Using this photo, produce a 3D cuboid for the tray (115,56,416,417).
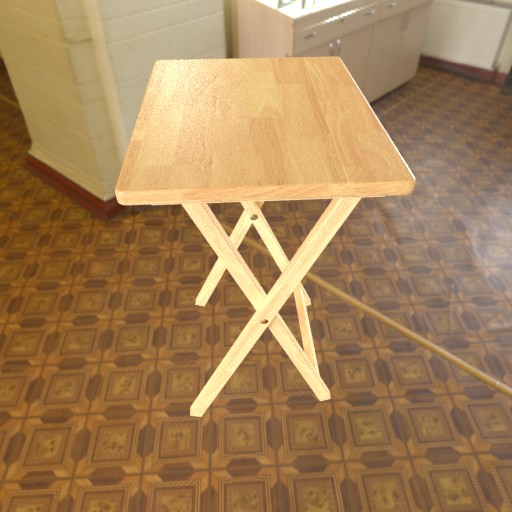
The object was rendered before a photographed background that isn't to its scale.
[{"bbox_3d":[0.000,0.000,0.949,0.381,0.660,0.483,-2,42,-3],"label":"tray"}]
